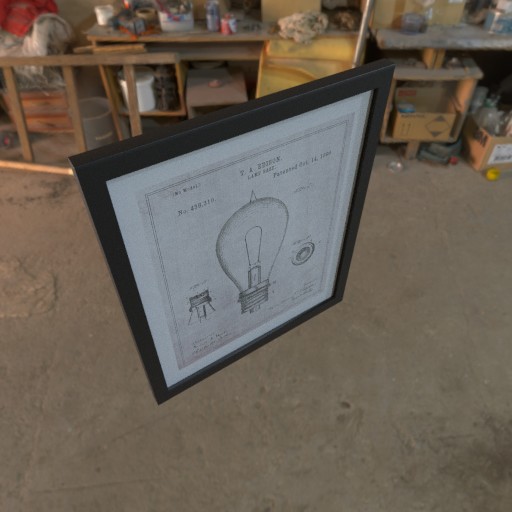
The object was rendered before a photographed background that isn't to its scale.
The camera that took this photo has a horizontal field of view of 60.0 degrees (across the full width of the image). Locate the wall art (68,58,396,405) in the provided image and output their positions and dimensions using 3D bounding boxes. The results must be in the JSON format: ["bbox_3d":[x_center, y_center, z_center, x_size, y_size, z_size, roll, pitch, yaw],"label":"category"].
[{"bbox_3d":[0.000,0.000,0.695,0.430,0.509,0.021,-25,51,-22],"label":"wall art"}]
